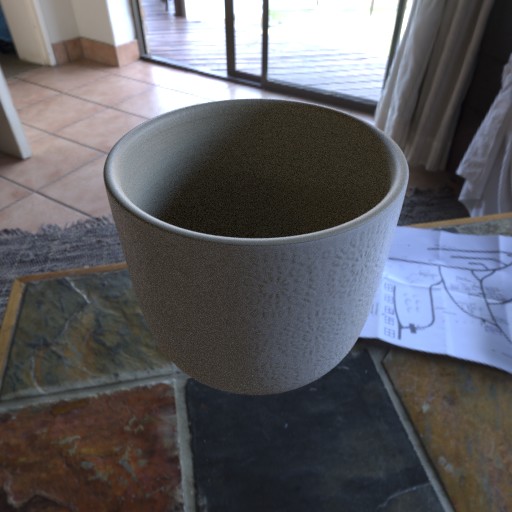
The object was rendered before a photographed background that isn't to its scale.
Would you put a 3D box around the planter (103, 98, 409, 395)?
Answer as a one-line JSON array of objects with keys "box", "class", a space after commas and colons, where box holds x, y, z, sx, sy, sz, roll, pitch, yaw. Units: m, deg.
[{"box": [0.000, 0.000, 0.371, 0.208, 0.190, 0.208, 0, 40, 0], "class": "planter"}]
